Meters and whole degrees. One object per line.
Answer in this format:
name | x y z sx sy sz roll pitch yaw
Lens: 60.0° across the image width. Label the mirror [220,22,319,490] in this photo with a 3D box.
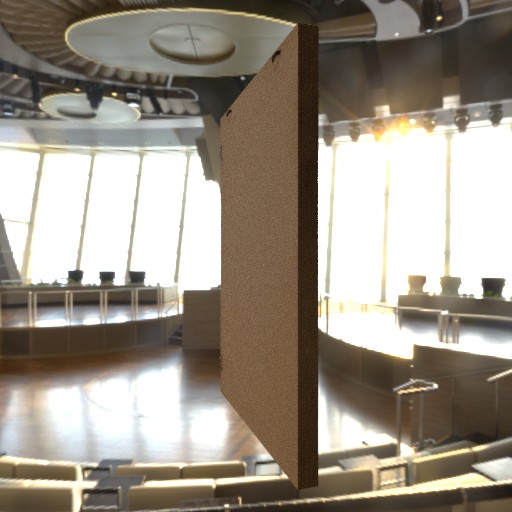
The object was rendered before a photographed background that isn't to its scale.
mirror | 0.000 0.000 0.919 0.040 0.710 0.507 0 0 -18
